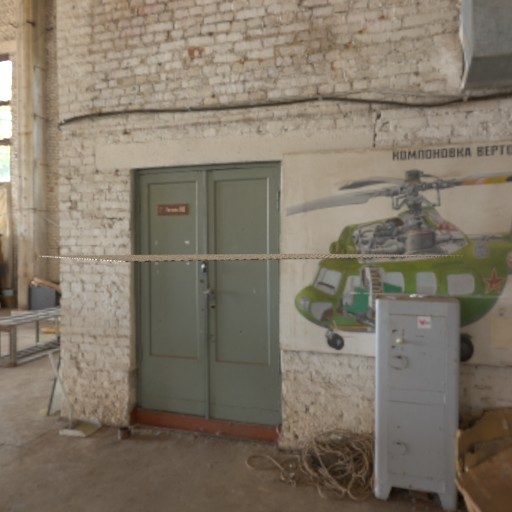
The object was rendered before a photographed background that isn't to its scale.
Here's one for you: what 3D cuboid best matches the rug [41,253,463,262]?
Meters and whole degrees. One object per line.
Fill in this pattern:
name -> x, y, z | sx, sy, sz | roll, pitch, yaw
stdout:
rug -> 0.000, 0.000, 2.194 | 1.750, 0.004, 1.177 | -1, 1, -37
